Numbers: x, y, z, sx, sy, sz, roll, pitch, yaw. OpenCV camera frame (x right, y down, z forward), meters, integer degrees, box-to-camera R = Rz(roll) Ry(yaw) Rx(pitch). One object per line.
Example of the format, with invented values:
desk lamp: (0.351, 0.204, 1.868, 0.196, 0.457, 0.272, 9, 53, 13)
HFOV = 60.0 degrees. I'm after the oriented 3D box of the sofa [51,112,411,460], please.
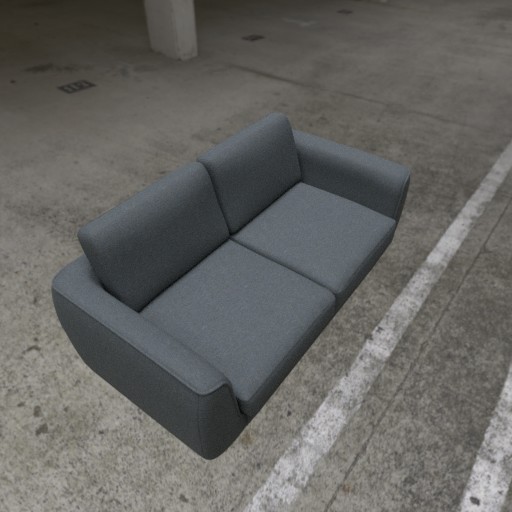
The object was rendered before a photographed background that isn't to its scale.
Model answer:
sofa: (0.000, 0.000, 2.164, 0.920, 0.850, 1.700, 26, 48, 26)
